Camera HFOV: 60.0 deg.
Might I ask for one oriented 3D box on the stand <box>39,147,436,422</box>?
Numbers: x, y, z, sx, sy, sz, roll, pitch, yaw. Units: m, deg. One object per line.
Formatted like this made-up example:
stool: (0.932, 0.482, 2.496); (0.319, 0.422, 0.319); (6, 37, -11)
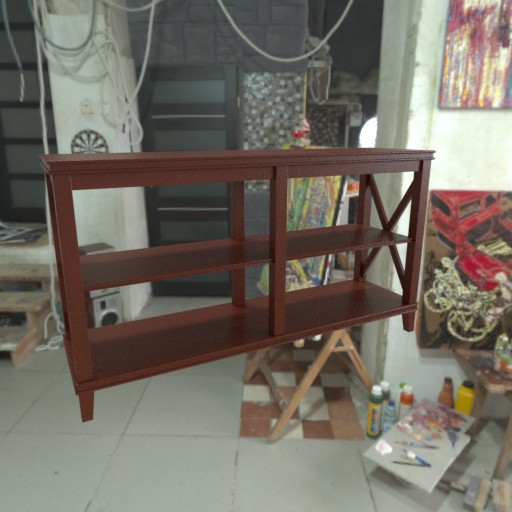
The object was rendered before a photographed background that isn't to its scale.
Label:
stand: (0.000, 0.000, 1.669); (1.372, 0.762, 0.381); (-8, 18, -27)
